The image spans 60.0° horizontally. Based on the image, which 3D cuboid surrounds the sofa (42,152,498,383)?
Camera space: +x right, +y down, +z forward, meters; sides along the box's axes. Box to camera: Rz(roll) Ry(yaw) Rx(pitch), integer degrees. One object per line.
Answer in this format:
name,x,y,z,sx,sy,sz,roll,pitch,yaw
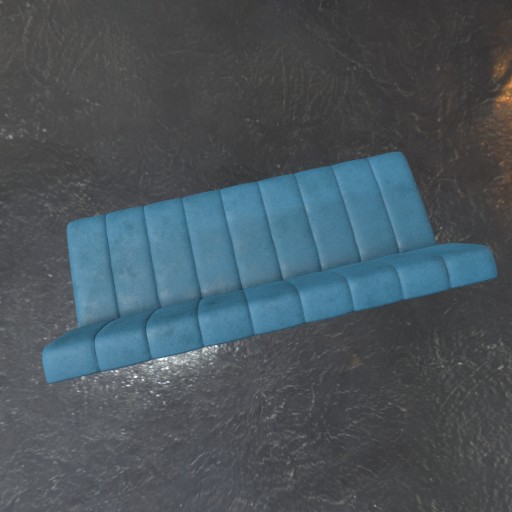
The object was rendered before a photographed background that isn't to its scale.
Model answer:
sofa,0.000,0.000,2.180,1.810,0.825,0.830,-13,74,-4
